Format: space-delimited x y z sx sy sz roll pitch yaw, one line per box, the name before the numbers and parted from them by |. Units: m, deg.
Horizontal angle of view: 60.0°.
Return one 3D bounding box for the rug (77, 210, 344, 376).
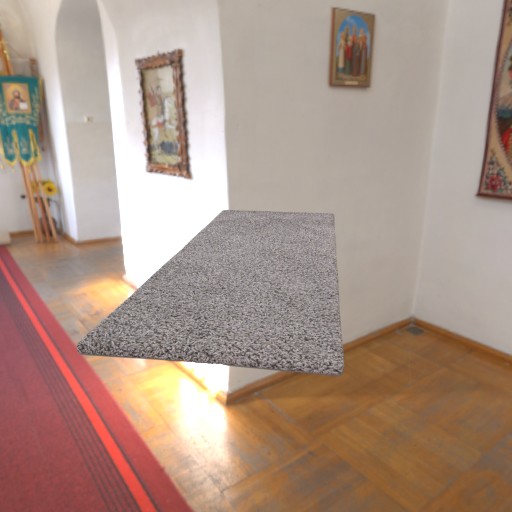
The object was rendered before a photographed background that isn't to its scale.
rug | 0.000 0.000 1.691 0.609 0.030 1.524 3 18 8
